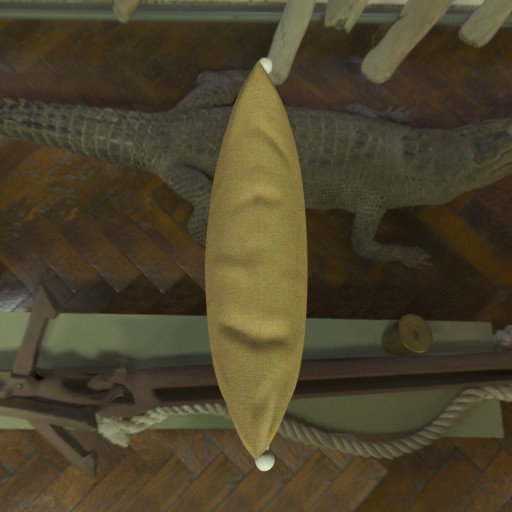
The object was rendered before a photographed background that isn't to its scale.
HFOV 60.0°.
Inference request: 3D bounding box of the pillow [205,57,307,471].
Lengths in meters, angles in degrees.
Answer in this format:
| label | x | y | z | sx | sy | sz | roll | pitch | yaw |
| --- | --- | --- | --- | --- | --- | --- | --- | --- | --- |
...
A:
| label | x | y | z | sx | sy | sz | roll | pitch | yaw |
| --- | --- | --- | --- | --- | --- | --- | --- | --- | --- |
| pillow | 0.000 | 0.000 | 0.853 | 0.201 | 0.322 | 0.709 | 0 | 77 | 0 |
